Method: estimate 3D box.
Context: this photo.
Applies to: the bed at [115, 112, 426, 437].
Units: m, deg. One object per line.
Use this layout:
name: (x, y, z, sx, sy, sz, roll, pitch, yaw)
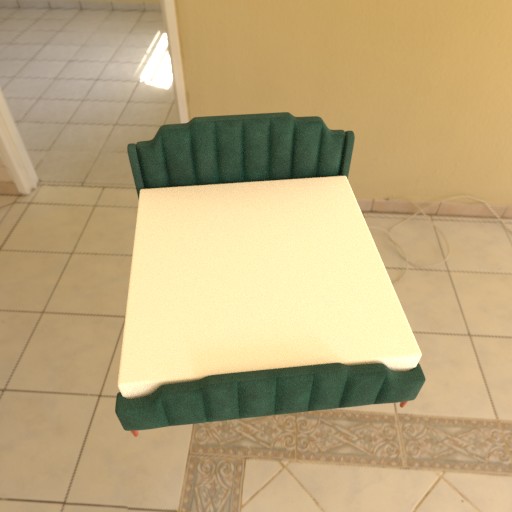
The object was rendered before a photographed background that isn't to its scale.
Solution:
bed: (0.000, 0.000, 3.576, 2.074, 1.245, 2.340, -5, 46, -4)
